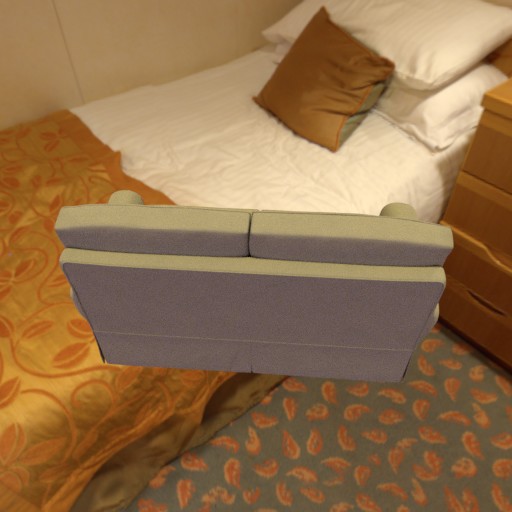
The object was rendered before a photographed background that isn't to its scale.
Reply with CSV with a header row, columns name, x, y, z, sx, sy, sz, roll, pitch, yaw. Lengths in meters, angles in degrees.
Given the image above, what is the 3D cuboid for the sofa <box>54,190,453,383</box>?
name,x,y,z,sx,sy,sz,roll,pitch,yaw
sofa,0.000,0.000,2.385,1.823,1.024,0.841,3,45,3
